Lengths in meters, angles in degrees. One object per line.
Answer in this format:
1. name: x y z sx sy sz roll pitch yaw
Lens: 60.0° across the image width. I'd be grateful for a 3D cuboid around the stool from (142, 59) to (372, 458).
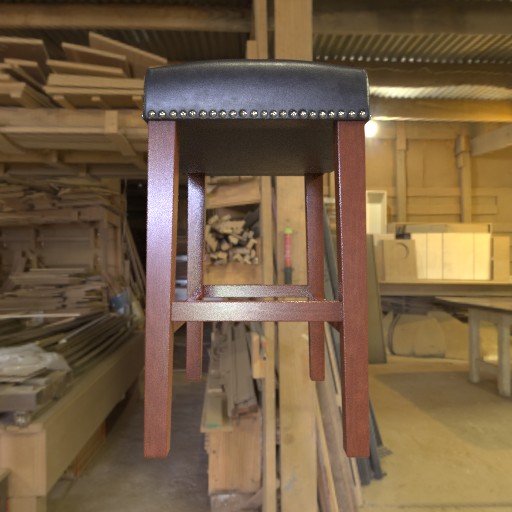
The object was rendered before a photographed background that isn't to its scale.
1. stool: 0.000 0.000 0.953 0.372 0.654 0.504 0 0 0
